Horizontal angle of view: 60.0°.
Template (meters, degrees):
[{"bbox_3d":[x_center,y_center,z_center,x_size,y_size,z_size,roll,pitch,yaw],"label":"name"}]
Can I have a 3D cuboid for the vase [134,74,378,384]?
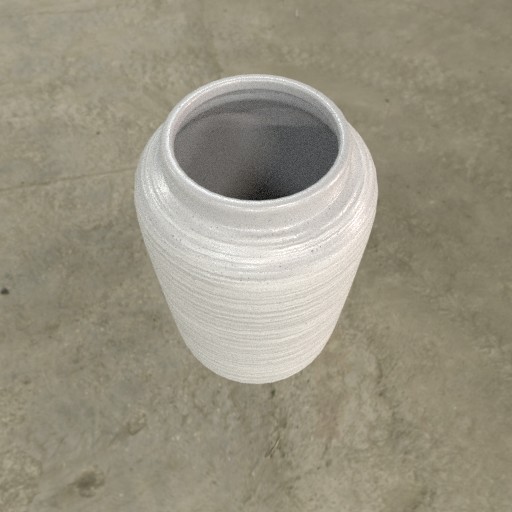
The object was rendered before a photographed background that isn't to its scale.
[{"bbox_3d":[0.000,0.000,0.460,0.202,0.335,0.202,0,58,0],"label":"vase"}]
